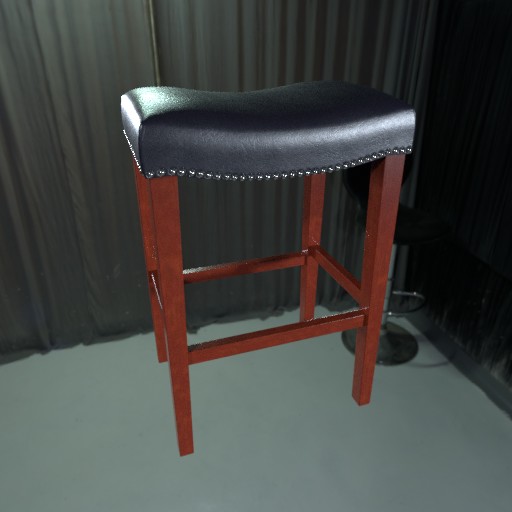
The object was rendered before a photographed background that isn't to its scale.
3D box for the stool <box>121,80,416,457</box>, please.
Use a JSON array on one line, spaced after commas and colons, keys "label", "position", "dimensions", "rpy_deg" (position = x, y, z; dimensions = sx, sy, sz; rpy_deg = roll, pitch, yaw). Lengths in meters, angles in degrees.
[{"label": "stool", "position": [0.000, 0.000, 1.031], "dimensions": [0.504, 0.742, 0.372], "rpy_deg": [-9, 28, -17]}]
